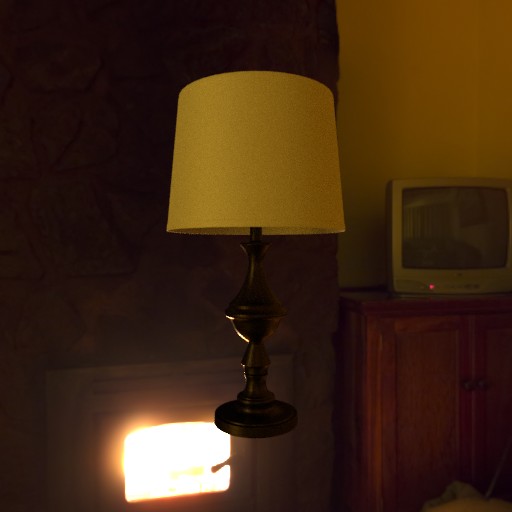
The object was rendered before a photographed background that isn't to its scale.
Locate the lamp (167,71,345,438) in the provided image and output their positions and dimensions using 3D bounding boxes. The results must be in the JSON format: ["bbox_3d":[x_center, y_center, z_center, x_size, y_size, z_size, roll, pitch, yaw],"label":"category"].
[{"bbox_3d":[0.000,0.000,0.971,0.383,0.726,0.383,0,1,0],"label":"lamp"}]
